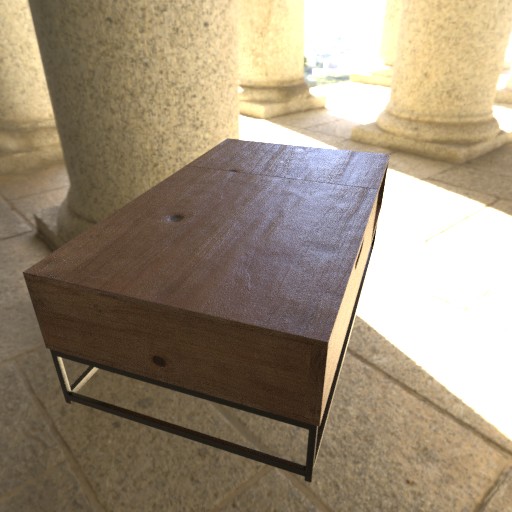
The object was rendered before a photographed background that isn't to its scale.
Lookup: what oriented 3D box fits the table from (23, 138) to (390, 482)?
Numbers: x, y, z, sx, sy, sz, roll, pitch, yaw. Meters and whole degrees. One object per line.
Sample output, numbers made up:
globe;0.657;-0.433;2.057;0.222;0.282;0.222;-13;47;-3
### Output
table;0.000;0.000;1.382;0.655;0.395;1.101;10;32;17
